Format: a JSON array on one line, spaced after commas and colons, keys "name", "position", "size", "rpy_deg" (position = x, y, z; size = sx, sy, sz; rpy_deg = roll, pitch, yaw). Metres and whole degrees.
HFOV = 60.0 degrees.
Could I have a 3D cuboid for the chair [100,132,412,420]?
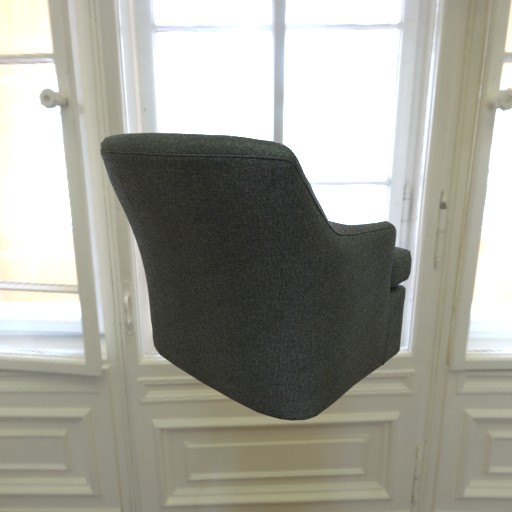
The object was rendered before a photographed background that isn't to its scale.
[{"name": "chair", "position": [0.000, 0.000, 1.602], "size": [0.864, 0.856, 0.923], "rpy_deg": [14, 21, 43]}]
